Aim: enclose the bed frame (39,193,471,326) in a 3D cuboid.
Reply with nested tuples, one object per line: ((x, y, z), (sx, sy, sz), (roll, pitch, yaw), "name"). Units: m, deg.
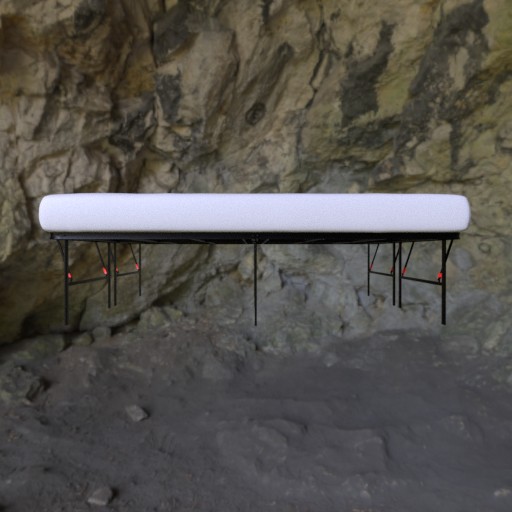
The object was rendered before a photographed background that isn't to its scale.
((0.000, 0.000, 2.899), (2.151, 0.667, 1.584), (0, 1, 0), "bed frame")
